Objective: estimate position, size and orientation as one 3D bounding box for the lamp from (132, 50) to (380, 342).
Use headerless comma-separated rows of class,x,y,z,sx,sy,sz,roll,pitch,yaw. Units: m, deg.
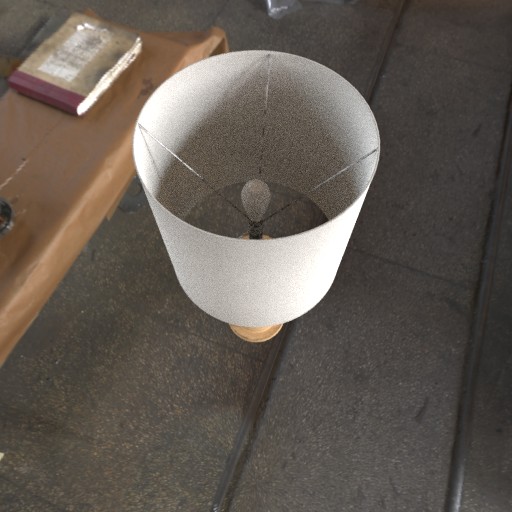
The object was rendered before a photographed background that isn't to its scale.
lamp,0.000,0.000,0.578,0.208,0.455,0.208,-11,64,-6
